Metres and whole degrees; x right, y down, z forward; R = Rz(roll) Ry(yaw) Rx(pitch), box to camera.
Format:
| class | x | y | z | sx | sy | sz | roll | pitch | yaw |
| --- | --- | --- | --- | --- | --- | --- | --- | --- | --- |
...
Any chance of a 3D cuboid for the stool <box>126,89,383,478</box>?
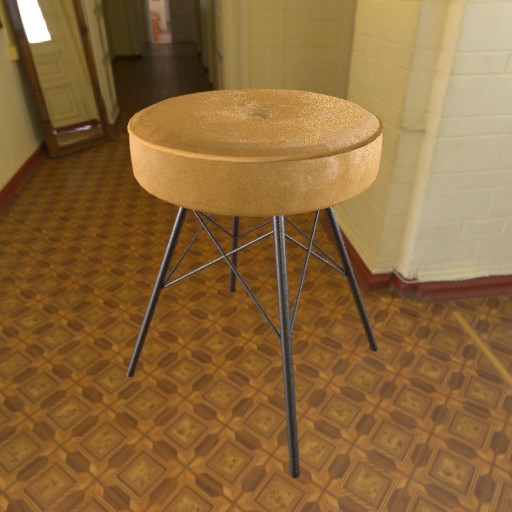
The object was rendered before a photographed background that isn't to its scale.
| class | x | y | z | sx | sy | sz | roll | pitch | yaw |
| --- | --- | --- | --- | --- | --- | --- | --- | --- | --- |
| stool | 0.000 | 0.000 | 0.907 | 0.472 | 0.595 | 0.438 | 21 | 37 | 30 |
